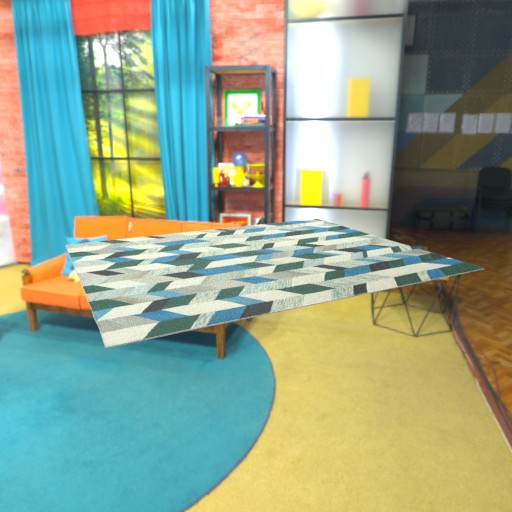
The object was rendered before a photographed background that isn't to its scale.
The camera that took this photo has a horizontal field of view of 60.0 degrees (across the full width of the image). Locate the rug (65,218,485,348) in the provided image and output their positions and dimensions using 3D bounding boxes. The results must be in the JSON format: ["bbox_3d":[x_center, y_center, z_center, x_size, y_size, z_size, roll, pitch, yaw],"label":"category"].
[{"bbox_3d":[0.000,0.000,4.048,3.036,0.008,2.440,-8,18,-26],"label":"rug"}]
